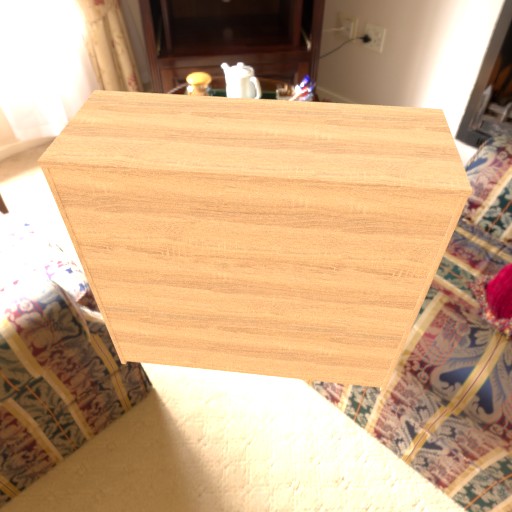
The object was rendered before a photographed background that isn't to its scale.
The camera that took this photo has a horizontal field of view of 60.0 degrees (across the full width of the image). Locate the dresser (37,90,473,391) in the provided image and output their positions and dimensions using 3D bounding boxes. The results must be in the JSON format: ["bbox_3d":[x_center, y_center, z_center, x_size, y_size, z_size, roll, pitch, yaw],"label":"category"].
[{"bbox_3d":[0.000,0.000,1.443,0.980,0.900,0.380,5,46,5],"label":"dresser"}]
